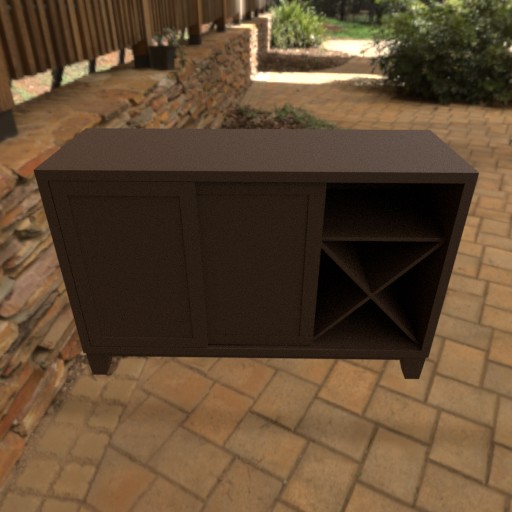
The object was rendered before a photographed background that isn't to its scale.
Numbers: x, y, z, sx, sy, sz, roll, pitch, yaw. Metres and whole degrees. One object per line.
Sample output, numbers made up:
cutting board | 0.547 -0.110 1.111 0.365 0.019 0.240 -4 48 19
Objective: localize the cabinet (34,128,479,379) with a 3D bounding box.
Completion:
cabinet | 0.000 0.000 1.831 1.396 0.914 0.482 1 31 1
